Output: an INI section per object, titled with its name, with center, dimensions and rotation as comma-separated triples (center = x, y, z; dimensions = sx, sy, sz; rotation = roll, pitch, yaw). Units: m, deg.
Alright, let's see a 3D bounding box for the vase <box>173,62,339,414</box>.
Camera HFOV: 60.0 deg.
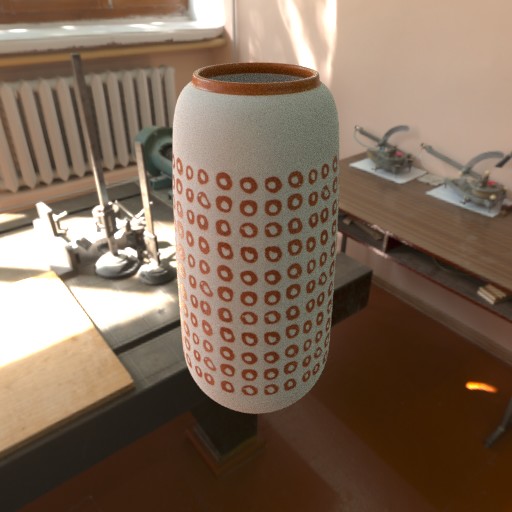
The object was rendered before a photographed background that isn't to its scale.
[vase]
center = 0.000, 0.000, 0.362
dimensions = 0.133, 0.282, 0.133
rotation = 0, 32, 0
